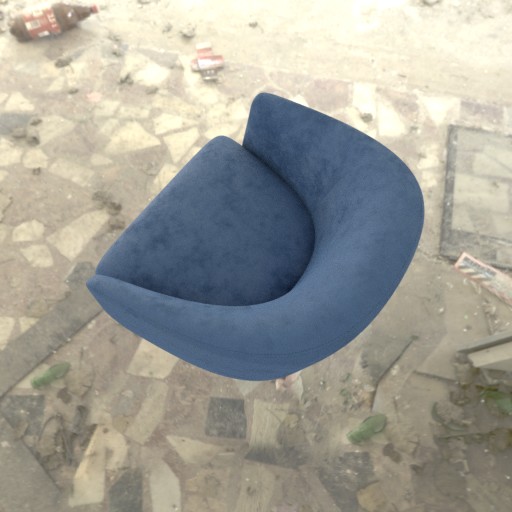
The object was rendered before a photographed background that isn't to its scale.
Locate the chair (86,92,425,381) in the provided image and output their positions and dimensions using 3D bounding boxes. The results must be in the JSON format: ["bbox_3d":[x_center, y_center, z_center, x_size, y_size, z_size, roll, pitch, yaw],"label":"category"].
[{"bbox_3d":[0.000,0.000,1.338,0.767,0.698,0.773,31,67,15],"label":"chair"}]
